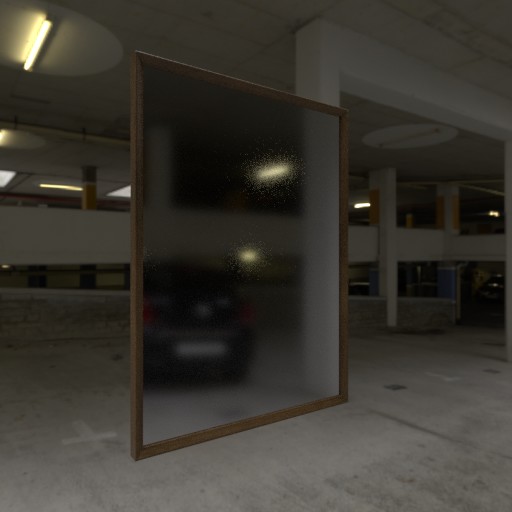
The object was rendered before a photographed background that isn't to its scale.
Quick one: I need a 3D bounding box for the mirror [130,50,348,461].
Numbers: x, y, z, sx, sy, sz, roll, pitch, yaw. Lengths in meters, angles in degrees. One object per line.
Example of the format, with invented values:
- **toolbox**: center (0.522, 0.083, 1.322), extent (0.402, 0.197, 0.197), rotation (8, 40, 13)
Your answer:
- **mirror**: center (0.000, 0.000, 1.334), extent (0.762, 1.016, 0.041), rotation (0, 0, -36)
